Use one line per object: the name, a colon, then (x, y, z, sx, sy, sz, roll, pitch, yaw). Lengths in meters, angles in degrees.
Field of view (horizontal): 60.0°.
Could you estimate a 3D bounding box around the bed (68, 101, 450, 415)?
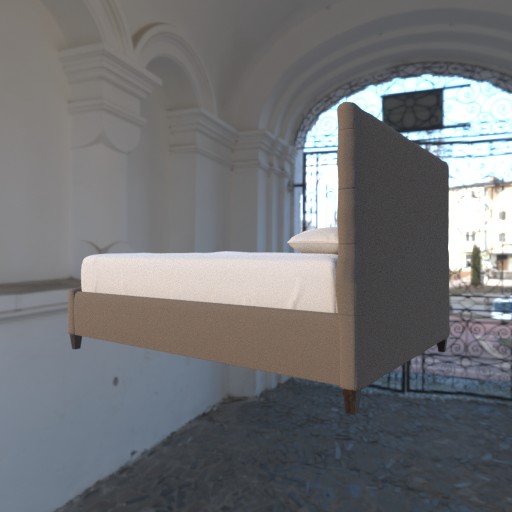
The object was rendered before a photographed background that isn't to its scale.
bed: (0.000, 0.000, 3.361, 2.387, 1.427, 1.698, 0, 0, 37)
